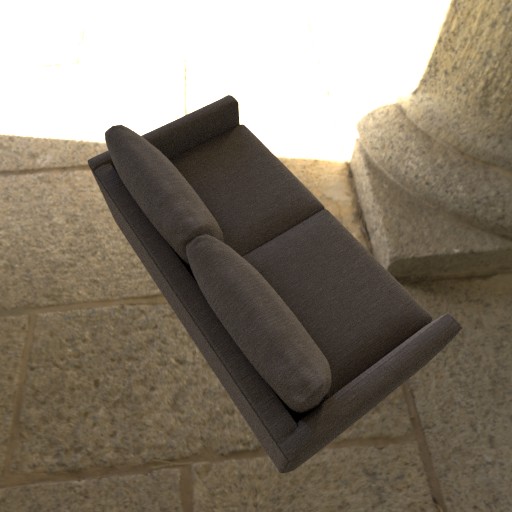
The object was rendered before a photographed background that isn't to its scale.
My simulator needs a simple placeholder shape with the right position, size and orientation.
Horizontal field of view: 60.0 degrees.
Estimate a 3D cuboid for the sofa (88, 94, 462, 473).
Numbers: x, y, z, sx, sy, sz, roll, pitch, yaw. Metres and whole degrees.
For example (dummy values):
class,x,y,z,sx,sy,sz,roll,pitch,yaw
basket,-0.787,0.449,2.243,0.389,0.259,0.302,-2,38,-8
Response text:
class,x,y,z,sx,sy,sz,roll,pitch,yaw
sofa,0.000,0.000,2.118,0.875,0.840,1.682,-31,64,-17
